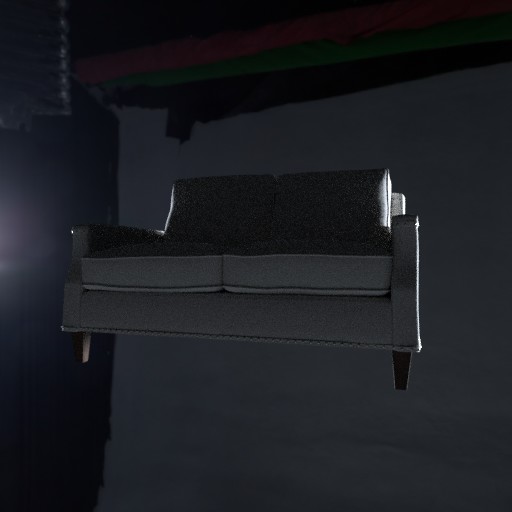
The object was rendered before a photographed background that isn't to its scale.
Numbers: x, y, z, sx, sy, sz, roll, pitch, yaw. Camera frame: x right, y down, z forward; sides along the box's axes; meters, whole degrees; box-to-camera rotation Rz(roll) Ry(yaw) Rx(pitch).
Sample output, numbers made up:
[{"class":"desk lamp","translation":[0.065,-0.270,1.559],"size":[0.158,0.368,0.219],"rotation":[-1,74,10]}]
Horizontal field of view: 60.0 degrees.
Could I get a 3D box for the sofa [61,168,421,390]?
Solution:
[{"class":"sofa","translation":[0.000,0.000,2.338],"size":[1.597,1.003,1.084],"rotation":[0,0,18]}]
